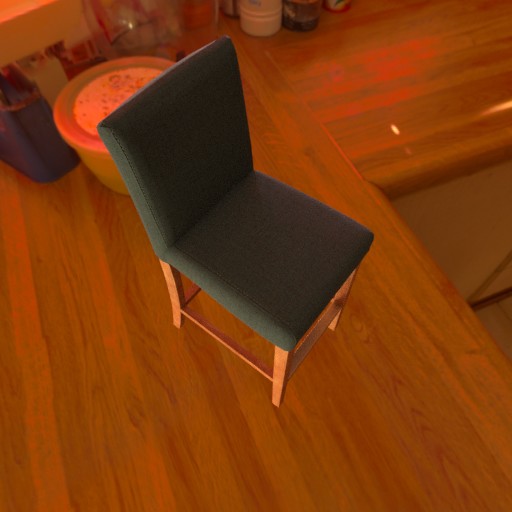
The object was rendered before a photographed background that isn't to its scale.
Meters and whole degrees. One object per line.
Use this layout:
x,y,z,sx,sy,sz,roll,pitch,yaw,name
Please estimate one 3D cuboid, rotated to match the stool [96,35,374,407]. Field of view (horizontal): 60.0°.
0.000,0.000,1.403,0.574,1.088,0.454,33,63,19,stool
